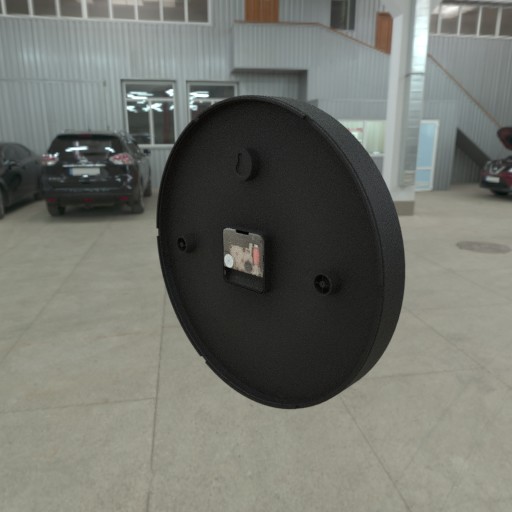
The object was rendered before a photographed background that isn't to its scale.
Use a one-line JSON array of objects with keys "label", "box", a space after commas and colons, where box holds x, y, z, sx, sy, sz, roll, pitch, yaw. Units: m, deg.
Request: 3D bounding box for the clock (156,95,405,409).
[{"label": "clock", "box": [0.000, 0.000, 0.430, 0.040, 0.293, 0.293, -15, 21, -43]}]
